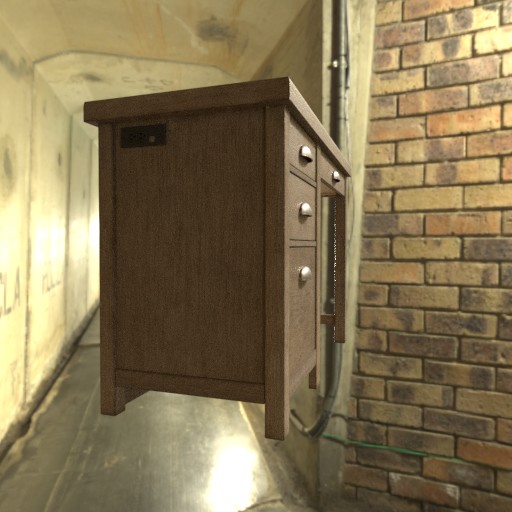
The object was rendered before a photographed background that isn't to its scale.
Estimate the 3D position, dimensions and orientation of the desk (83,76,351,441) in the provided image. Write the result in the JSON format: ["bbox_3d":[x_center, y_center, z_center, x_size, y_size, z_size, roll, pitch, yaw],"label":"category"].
[{"bbox_3d":[0.000,0.000,1.793,0.610,0.912,1.289,0,1,19],"label":"desk"}]
